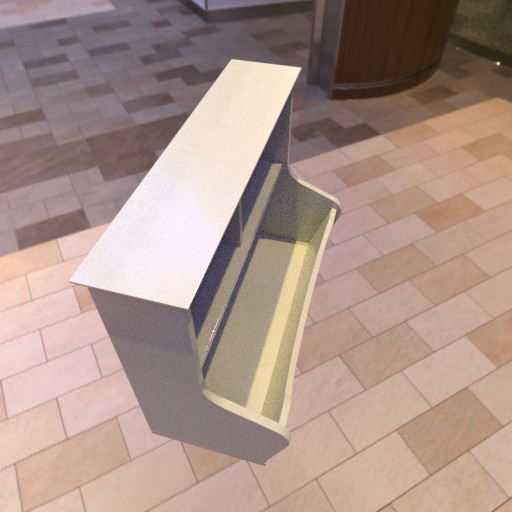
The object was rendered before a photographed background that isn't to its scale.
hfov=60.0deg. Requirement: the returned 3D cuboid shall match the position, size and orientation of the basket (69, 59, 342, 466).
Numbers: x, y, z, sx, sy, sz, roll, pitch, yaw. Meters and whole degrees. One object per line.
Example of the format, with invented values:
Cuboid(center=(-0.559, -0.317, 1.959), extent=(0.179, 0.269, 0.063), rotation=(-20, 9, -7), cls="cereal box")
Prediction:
Cuboid(center=(0.000, 0.000, 1.089), extent=(0.350, 0.600, 0.780), rotation=(12, 48, 11), cls="basket")
